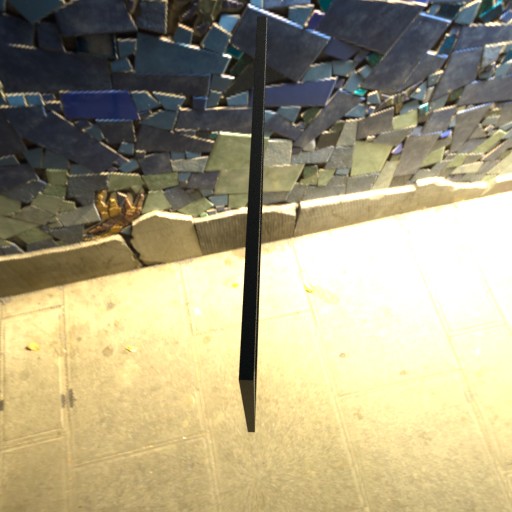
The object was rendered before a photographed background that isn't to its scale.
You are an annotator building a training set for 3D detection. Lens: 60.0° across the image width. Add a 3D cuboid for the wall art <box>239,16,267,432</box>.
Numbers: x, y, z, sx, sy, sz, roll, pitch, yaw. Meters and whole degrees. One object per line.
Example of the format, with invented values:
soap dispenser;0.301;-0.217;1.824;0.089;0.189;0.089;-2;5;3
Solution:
wall art;0.000;0.000;1.182;0.022;0.807;0.807;2;63;1
